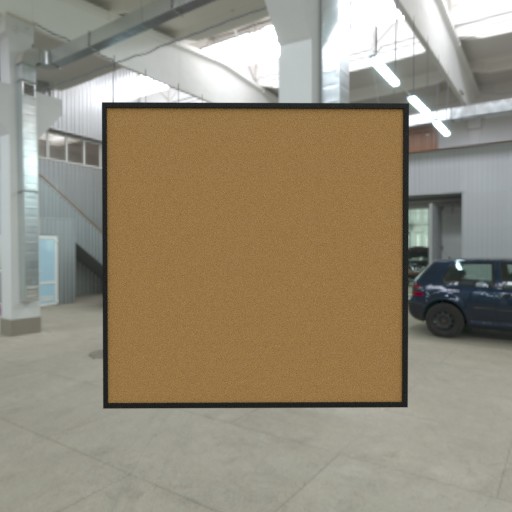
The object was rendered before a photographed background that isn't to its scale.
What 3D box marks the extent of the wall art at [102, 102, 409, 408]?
[{"bbox_3d":[0.000,0.000,0.670,0.458,0.457,0.013,0,1,-1],"label":"wall art"}]
